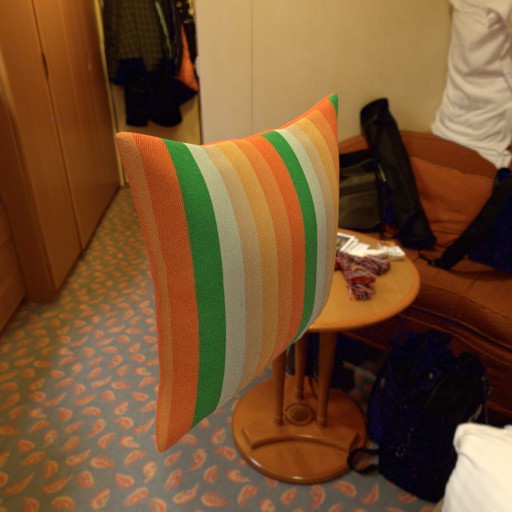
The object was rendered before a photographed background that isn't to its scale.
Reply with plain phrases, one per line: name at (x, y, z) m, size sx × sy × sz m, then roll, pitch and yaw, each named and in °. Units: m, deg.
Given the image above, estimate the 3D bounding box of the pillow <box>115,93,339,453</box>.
pillow at (0.000, 0.000, 0.691) m, size 0.169 × 0.444 × 0.453 m, roll 18°, pitch 31°, yaw 33°
